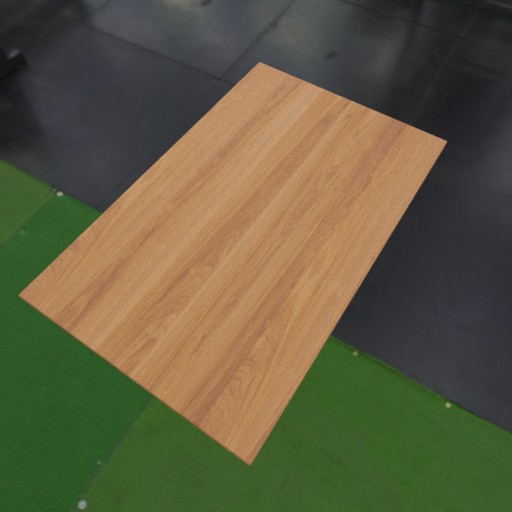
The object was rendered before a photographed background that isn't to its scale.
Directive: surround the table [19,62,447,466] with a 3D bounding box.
[{"bbox_3d":[0.000,0.000,1.464,0.700,0.510,1.100,30,64,16],"label":"table"}]
